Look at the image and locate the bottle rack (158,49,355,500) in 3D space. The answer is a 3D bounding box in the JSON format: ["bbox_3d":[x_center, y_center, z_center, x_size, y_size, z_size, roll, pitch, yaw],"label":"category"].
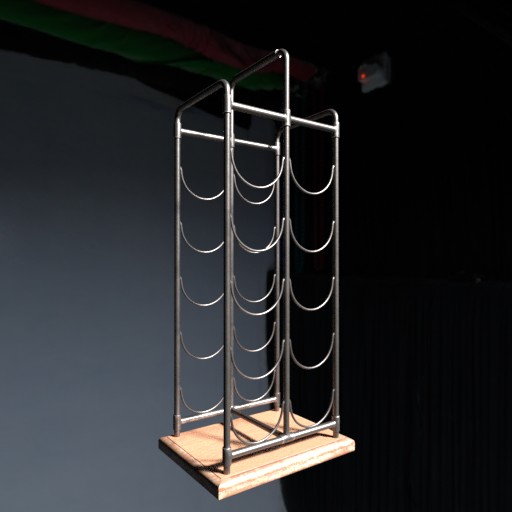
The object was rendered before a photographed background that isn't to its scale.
[{"bbox_3d":[0.000,0.000,0.780,0.276,0.680,0.208,0,0,-36],"label":"bottle rack"}]
